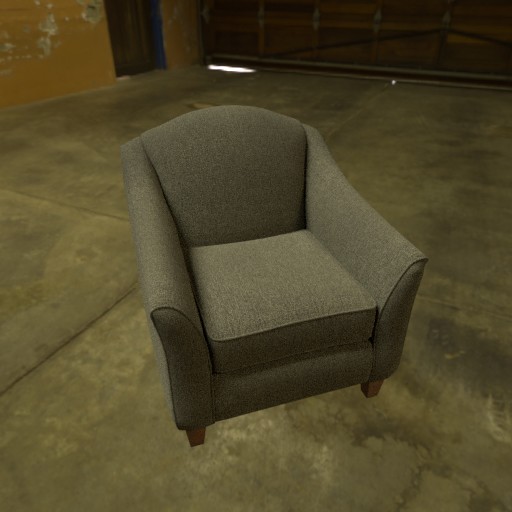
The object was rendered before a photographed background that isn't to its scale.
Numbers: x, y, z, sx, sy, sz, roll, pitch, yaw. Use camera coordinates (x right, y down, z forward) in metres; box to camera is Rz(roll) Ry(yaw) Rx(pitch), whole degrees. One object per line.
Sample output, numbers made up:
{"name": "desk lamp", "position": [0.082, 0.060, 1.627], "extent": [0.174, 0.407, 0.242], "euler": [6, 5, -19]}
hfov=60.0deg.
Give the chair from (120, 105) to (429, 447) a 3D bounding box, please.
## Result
{"name": "chair", "position": [0.000, 0.000, 1.482], "extent": [0.763, 0.839, 0.787], "euler": [-9, 32, -16]}
